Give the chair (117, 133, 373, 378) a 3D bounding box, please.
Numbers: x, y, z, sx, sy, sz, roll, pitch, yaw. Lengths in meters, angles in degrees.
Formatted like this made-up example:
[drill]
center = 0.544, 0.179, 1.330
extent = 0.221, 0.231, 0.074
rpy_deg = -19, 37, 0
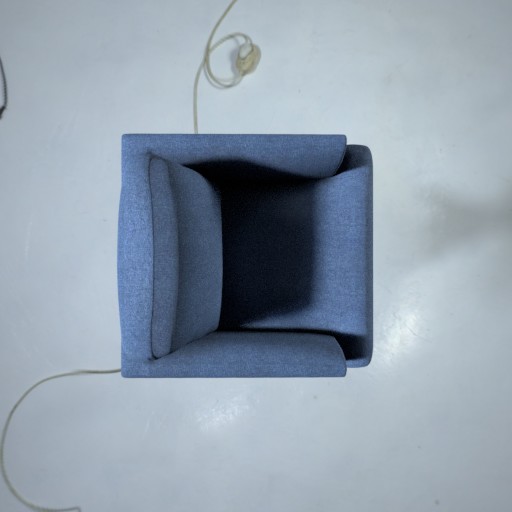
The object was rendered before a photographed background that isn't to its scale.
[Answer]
[chair]
center = 0.000, 0.000, 1.681
extent = 0.899, 0.957, 0.858
rpy_deg = 0, 90, -1
